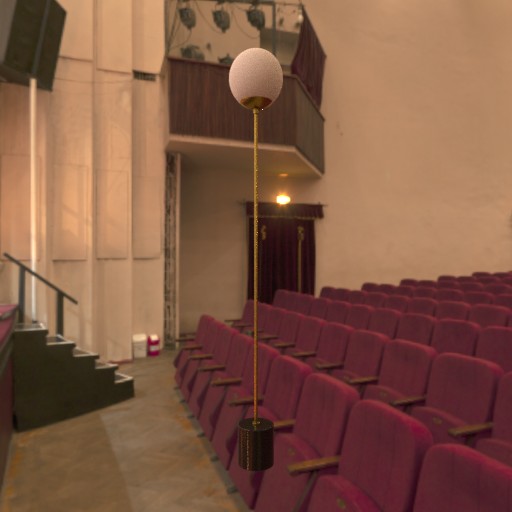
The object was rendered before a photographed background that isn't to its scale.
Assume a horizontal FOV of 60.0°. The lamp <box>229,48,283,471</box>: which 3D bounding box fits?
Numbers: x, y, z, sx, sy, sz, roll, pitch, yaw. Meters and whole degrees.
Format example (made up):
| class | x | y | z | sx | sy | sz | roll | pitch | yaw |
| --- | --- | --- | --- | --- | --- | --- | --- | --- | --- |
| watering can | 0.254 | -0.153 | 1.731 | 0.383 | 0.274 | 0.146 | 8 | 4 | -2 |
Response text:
| class | x | y | z | sx | sy | sz | roll | pitch | yaw |
| --- | --- | --- | --- | --- | --- | --- | --- | --- | --- |
| lamp | 0.000 | 0.000 | 1.880 | 0.229 | 1.748 | 0.229 | 0 | 0 | -18 |
